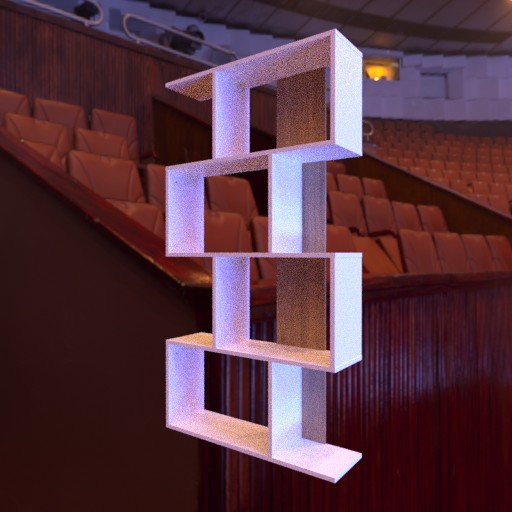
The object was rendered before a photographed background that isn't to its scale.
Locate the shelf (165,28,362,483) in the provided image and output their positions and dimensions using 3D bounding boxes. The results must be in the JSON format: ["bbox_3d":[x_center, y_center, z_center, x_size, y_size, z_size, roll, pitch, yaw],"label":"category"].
[{"bbox_3d":[0.000,0.000,1.971,0.890,1.650,0.250,0,1,36],"label":"shelf"}]
